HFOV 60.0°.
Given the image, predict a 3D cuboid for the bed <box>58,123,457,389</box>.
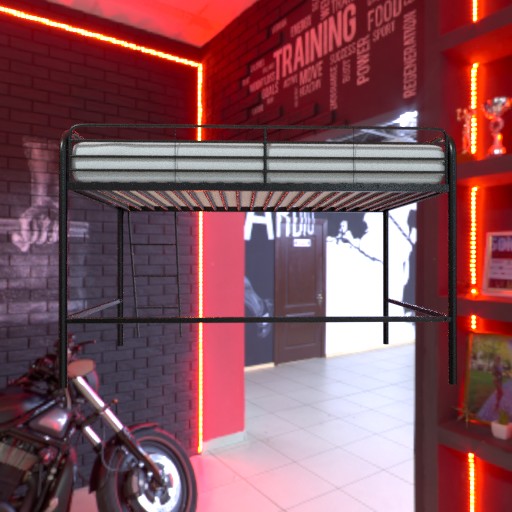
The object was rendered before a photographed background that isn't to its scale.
[{"bbox_3d":[0.000,0.000,2.866,1.968,1.289,1.393,0,0,-2],"label":"bed"}]
